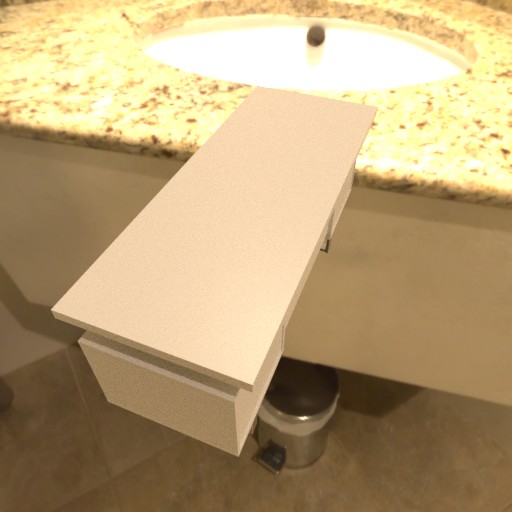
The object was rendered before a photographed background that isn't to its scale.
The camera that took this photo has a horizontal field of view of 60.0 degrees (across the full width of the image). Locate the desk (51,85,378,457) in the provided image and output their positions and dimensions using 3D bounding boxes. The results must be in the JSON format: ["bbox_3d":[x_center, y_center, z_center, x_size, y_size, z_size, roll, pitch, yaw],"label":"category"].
[{"bbox_3d":[0.000,0.000,1.914,0.603,0.773,1.530,16,47,15],"label":"desk"}]
